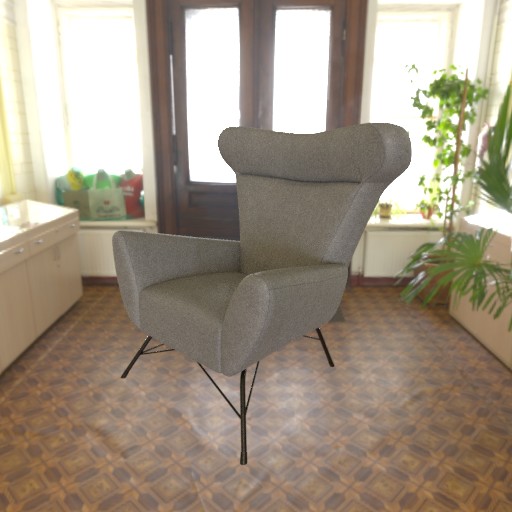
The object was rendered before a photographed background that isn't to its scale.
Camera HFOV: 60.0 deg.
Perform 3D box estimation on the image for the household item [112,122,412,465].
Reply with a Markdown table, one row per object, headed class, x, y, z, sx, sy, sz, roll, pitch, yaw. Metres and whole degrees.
| class | x | y | z | sx | sy | sz | roll | pitch | yaw |
| --- | --- | --- | --- | --- | --- | --- | --- | --- | --- |
| household item | 0.000 | 0.000 | 1.823 | 0.980 | 1.050 | 0.900 | 14 | 20 | 43 |
